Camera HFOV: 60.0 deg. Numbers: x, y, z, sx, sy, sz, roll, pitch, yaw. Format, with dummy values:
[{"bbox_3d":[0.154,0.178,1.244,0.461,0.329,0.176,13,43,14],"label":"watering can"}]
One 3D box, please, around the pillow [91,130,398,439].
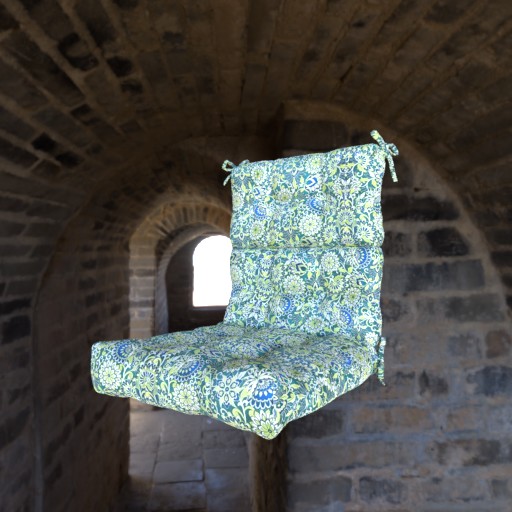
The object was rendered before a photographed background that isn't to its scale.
[{"bbox_3d":[0.000,0.000,1.021,0.519,0.605,0.571,0,-1,36],"label":"pillow"}]
